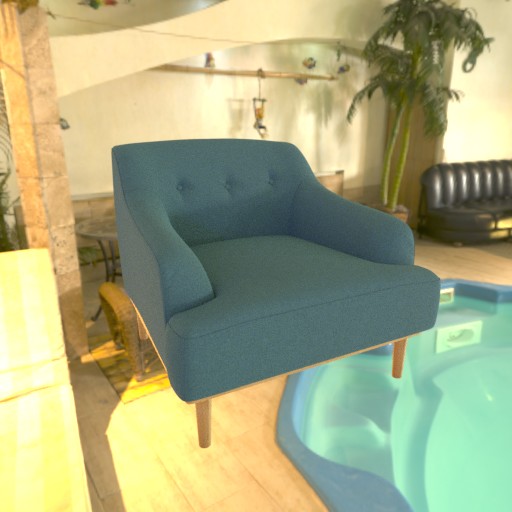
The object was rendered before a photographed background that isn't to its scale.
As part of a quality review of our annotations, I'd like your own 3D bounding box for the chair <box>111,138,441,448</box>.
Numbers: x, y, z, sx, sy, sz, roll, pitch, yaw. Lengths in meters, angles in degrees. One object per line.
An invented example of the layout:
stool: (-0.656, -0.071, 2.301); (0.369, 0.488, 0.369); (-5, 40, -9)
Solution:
chair: (0.000, 0.000, 1.649); (0.946, 0.818, 0.951); (-9, 19, -27)
